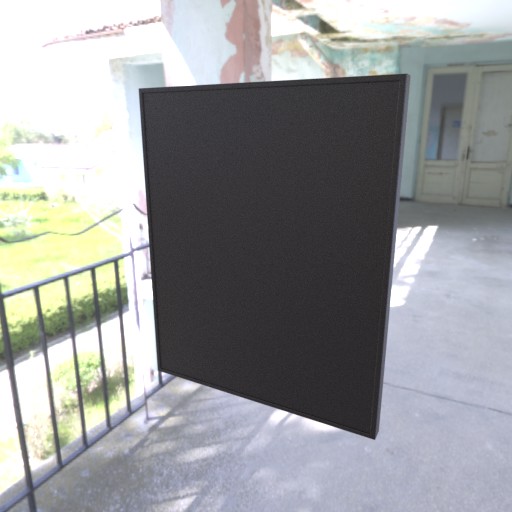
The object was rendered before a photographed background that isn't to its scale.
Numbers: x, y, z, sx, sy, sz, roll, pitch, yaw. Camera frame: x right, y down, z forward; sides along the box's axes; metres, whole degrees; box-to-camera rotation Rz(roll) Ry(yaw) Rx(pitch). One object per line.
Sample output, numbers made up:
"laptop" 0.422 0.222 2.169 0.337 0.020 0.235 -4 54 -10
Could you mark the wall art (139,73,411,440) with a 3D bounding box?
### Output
"wall art" 0.000 0.000 0.754 0.451 0.551 0.028 8 18 27
